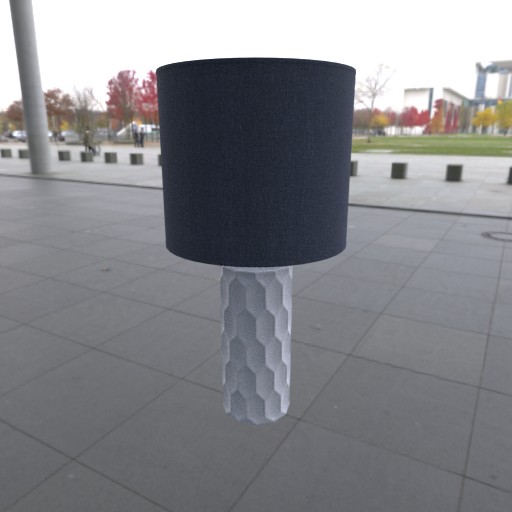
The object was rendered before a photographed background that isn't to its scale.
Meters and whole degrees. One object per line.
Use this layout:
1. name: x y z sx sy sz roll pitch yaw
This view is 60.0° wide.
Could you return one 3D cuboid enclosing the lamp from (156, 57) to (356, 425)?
1. lamp: 0.000 0.000 0.697 0.277 0.537 0.277 -15 22 -43
